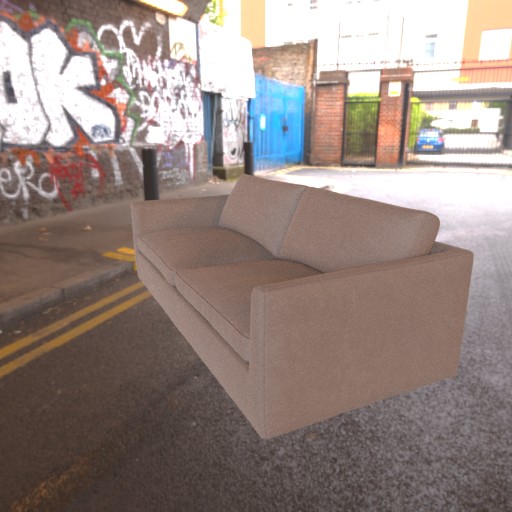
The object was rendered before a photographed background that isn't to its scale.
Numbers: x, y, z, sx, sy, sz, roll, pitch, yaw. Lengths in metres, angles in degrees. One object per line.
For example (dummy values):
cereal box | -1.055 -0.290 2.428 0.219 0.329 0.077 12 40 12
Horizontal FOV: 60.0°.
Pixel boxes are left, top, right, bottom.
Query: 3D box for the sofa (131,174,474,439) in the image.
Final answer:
sofa | 0.000 0.000 2.763 1.090 0.838 2.588 -8 17 -25
